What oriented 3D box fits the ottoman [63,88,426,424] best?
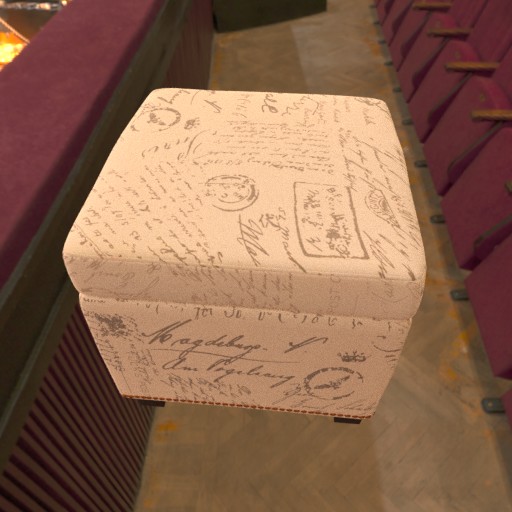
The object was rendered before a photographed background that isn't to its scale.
[{"bbox_3d":[0.000,0.000,0.809,0.450,0.457,0.449,4,46,4],"label":"ottoman"}]
